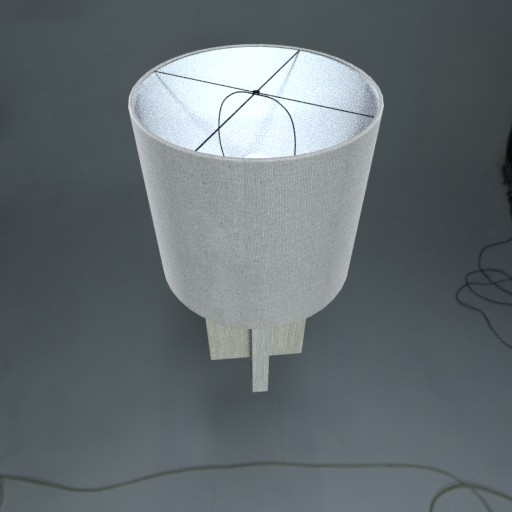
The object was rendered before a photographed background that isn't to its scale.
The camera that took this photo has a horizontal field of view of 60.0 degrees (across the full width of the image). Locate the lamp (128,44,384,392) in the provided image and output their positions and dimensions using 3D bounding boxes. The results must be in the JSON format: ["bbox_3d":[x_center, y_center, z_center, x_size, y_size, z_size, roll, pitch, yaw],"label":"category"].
[{"bbox_3d":[0.000,0.000,0.555,0.229,0.428,0.229,-4,45,-4],"label":"lamp"}]
